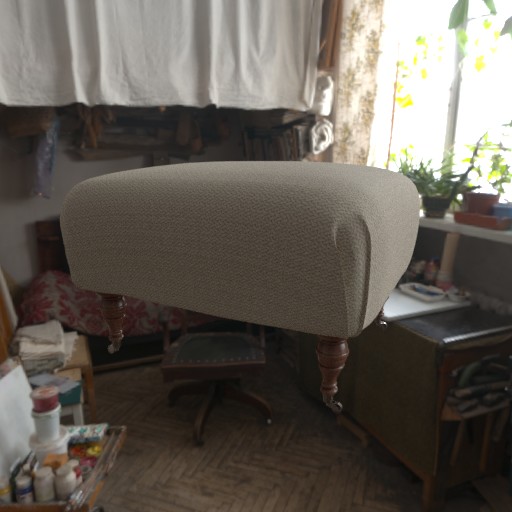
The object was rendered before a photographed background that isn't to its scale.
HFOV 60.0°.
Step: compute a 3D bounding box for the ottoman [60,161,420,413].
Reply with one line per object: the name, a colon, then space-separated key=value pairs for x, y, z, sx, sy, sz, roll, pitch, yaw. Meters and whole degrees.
ottoman: x=0.000 y=0.000 z=1.066 sx=0.684 sy=0.447 sz=0.622 roll=7 pitch=15 yaw=26
